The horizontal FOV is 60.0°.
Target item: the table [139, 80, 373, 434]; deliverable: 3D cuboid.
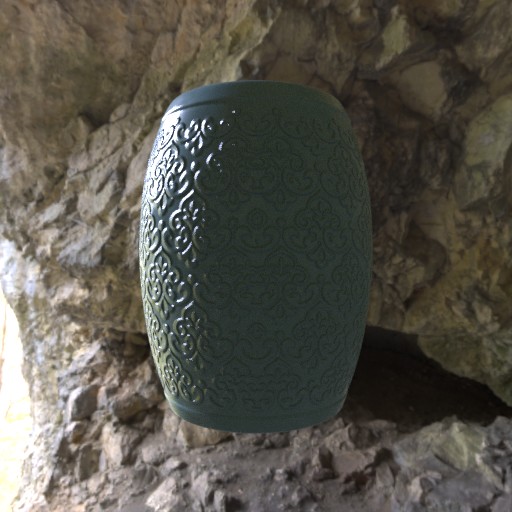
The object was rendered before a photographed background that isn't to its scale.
[{"bbox_3d":[0.000,0.000,0.607,0.309,0.397,0.309,0,1,0],"label":"table"}]
